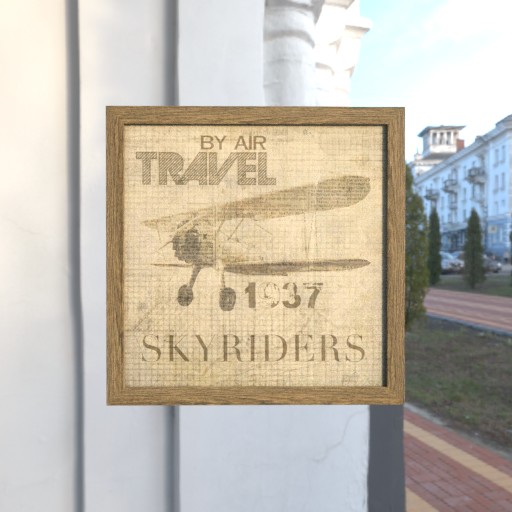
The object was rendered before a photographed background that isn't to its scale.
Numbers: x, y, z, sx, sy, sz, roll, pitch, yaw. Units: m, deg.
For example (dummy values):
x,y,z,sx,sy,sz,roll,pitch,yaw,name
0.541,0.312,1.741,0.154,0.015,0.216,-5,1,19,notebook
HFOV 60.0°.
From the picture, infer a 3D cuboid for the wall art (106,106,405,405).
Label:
x,y,z,sx,sy,sz,roll,pitch,yaw,name
0.000,0.000,0.763,0.508,0.508,0.019,0,0,-1,wall art
